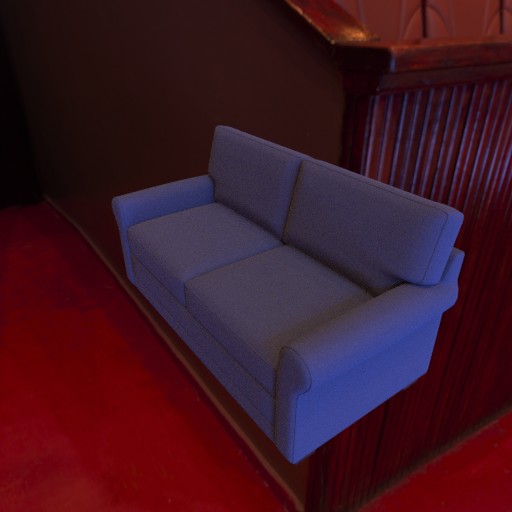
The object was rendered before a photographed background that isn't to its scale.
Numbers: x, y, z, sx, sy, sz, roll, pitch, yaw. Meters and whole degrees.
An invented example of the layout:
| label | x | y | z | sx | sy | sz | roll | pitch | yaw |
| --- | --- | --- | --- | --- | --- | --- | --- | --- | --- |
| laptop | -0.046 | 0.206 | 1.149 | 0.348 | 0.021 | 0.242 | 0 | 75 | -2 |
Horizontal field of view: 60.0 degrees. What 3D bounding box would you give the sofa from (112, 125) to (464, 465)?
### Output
| label | x | y | z | sx | sy | sz | roll | pitch | yaw |
| --- | --- | --- | --- | --- | --- | --- | --- | --- | --- |
| sofa | 0.000 | 0.000 | 2.483 | 0.940 | 1.020 | 1.930 | -20 | 35 | -31 |
